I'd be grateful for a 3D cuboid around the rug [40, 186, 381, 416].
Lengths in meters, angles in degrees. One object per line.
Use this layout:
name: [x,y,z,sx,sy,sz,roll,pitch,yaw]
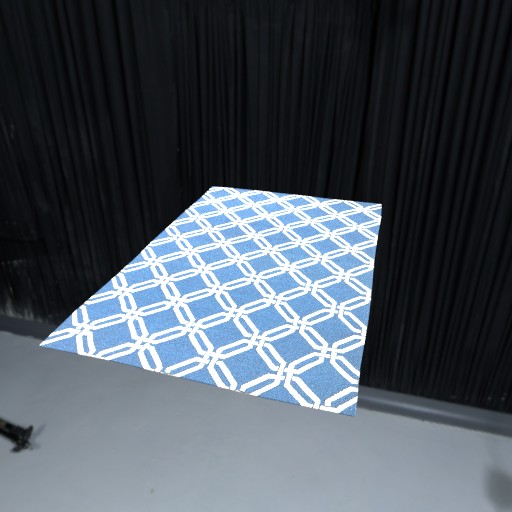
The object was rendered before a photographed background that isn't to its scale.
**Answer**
rug: [0.000,0.000,2.211,1.153,0.010,1.755,8,30,14]
